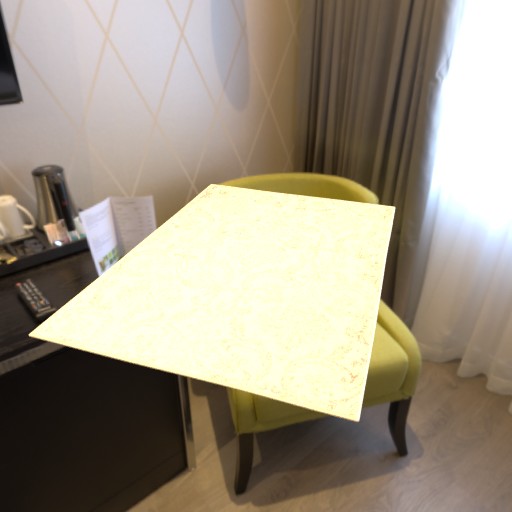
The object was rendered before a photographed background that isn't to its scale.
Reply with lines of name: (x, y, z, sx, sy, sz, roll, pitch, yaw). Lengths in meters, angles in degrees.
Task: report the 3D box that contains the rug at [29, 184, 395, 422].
rug: (0.000, 0.000, 2.845, 1.598, 0.014, 2.202, 10, 31, 16)
